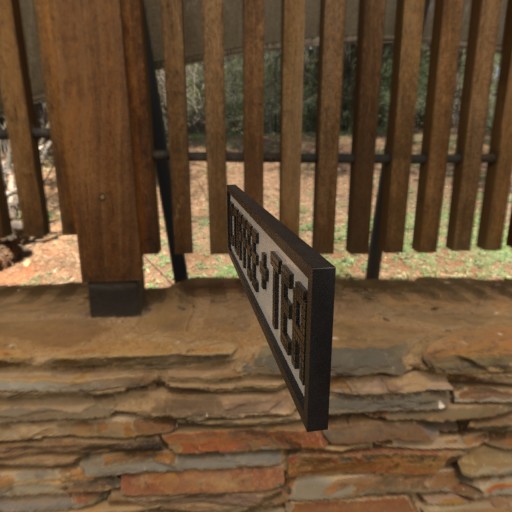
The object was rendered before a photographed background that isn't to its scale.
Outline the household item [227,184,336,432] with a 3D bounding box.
[{"bbox_3d":[0.000,0.000,1.059,0.030,0.236,1.001,-3,15,-9],"label":"household item"}]
